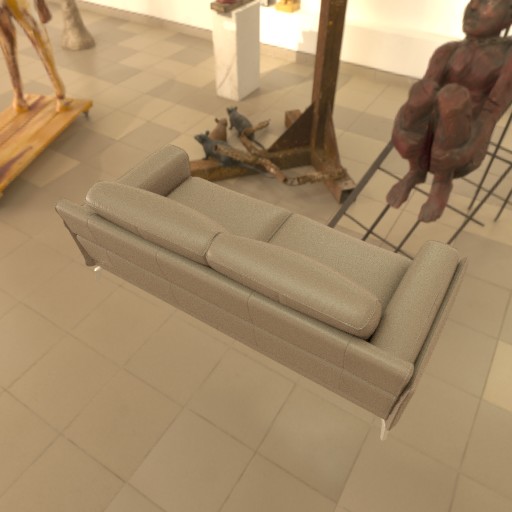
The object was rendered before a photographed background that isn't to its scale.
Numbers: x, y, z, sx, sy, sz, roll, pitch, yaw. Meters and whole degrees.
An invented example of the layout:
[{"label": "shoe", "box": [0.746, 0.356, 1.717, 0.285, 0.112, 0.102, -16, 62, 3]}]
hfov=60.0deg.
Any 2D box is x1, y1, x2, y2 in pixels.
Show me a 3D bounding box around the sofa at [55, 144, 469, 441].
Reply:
[{"label": "sofa", "box": [0.000, 0.000, 2.533, 2.101, 0.930, 1.049, 24, 50, 21]}]
